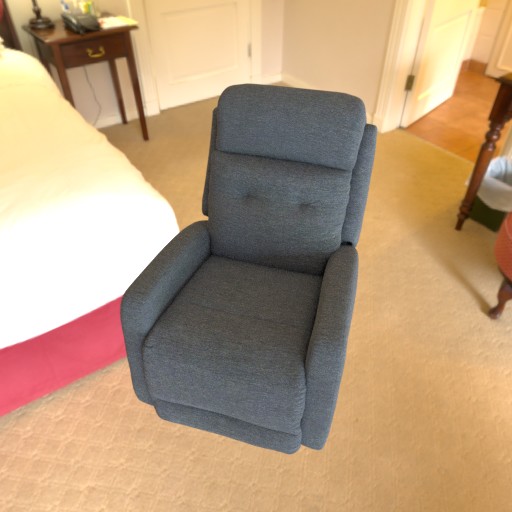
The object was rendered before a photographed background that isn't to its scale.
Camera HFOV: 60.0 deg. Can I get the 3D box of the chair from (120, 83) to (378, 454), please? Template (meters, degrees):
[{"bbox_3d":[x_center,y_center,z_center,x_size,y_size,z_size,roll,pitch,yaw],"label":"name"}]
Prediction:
[{"bbox_3d":[0.000,0.000,1.710,0.798,1.013,1.043,11,42,13],"label":"chair"}]
